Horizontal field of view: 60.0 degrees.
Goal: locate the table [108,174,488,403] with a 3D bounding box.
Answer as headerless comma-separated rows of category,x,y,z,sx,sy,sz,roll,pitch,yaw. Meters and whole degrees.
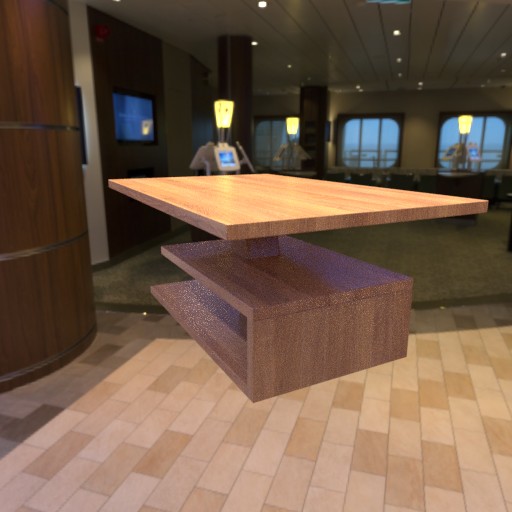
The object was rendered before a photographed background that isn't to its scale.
table,0.000,0.000,1.446,0.700,0.442,1.100,-7,16,-27
